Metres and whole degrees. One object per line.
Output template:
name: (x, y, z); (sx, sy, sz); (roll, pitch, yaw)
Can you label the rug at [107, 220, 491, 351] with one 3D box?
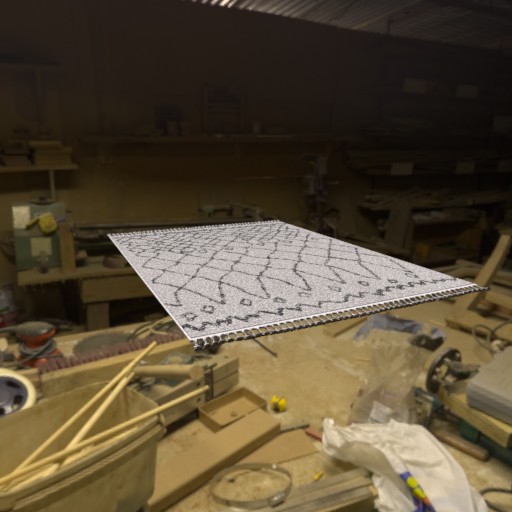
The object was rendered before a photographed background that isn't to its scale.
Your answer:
rug: (0.000, 0.000, 2.977); (1.613, 0.017, 2.312); (-7, 16, -25)
